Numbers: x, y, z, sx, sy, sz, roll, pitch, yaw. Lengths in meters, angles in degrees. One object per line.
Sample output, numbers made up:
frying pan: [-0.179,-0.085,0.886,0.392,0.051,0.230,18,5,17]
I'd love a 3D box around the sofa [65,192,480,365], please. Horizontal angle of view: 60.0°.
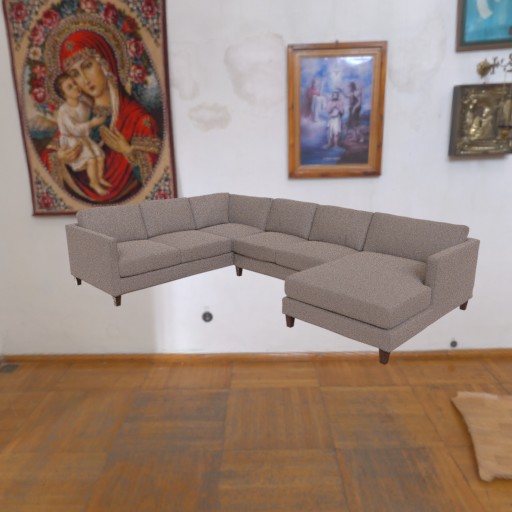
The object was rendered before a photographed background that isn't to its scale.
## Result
sofa: [0.000,0.000,4.479,2.424,0.865,3.438,-15,21,-43]
